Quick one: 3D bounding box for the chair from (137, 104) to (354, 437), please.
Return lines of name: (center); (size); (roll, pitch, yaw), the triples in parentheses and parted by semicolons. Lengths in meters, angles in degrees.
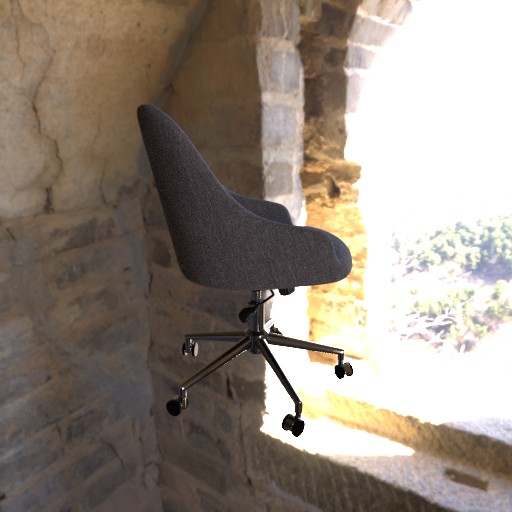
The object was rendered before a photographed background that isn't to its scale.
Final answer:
chair: (0.000, 0.000, 1.485); (0.712, 0.950, 0.671); (-3, 16, -10)
